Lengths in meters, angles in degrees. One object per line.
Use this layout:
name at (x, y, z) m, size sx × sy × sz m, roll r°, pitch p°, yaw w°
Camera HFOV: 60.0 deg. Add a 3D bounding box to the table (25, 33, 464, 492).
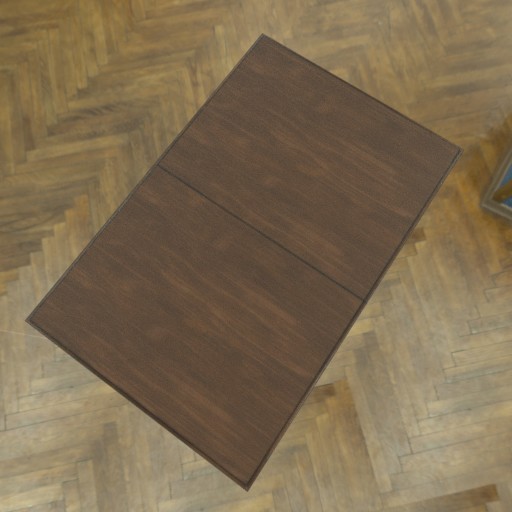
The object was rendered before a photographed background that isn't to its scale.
table at (0.000, 0.000, 2.060) m, size 0.990 × 0.761 × 1.524 m, roll 34°, pitch 78°, yaw 9°
